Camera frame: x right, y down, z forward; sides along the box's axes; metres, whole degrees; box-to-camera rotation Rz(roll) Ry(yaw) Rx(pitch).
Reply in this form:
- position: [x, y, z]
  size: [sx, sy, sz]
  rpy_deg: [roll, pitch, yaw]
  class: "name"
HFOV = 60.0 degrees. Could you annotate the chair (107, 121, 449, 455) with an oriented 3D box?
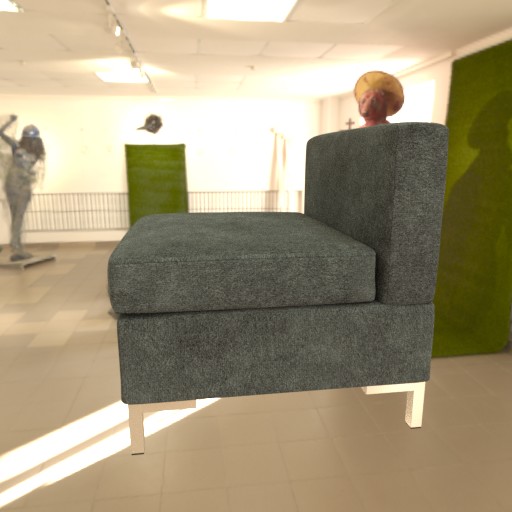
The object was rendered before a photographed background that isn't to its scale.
- position: [0.000, 0.000, 1.184]
  size: [0.680, 0.660, 0.680]
  rpy_deg: [-2, 13, -8]
  class: "chair"
